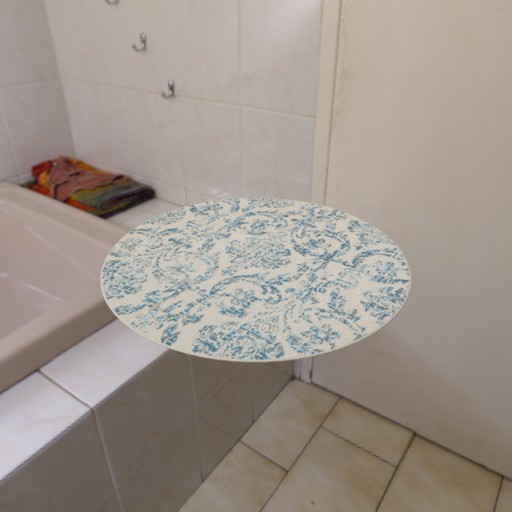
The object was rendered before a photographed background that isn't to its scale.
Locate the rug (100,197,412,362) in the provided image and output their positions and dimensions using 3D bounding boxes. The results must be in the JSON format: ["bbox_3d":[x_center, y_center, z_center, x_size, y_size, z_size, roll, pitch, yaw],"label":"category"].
[{"bbox_3d":[0.000,0.000,2.370,1.593,0.012,1.593,0,30,0],"label":"rug"}]
